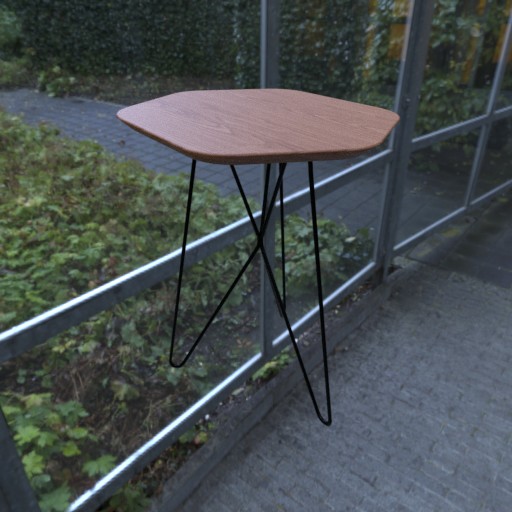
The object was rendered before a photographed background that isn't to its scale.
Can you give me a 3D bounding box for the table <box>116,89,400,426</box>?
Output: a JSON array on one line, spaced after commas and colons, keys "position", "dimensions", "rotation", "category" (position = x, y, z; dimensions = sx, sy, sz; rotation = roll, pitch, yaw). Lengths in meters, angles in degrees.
[{"position": [0.000, 0.000, 0.892], "dimensions": [0.400, 0.562, 0.500], "rotation": [-21, 36, -31], "category": "table"}]
